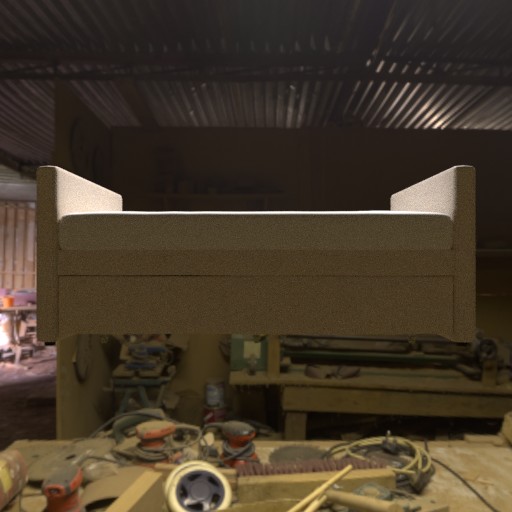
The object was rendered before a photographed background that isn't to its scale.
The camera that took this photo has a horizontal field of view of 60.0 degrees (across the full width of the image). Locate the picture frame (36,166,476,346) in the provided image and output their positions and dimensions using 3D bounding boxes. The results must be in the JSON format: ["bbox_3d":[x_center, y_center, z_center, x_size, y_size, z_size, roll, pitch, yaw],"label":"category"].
[{"bbox_3d":[0.000,0.000,2.699,2.161,0.891,1.069,0,0,0],"label":"picture frame"}]
